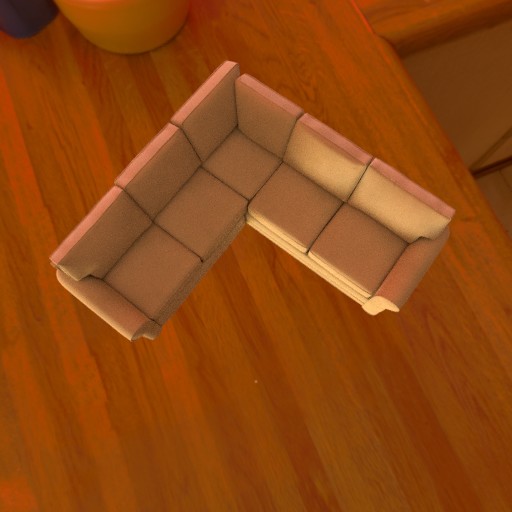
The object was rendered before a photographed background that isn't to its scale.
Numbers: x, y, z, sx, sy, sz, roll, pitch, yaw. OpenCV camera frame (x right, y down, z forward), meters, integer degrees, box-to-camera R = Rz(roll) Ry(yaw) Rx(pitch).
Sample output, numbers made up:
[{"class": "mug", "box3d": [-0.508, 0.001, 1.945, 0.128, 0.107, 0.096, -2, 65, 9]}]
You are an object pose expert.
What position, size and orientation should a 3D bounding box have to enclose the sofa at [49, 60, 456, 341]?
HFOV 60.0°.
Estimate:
[{"class": "sofa", "box3d": [0.000, 0.000, 3.985, 2.562, 1.053, 2.487, 36, 77, 9]}]
